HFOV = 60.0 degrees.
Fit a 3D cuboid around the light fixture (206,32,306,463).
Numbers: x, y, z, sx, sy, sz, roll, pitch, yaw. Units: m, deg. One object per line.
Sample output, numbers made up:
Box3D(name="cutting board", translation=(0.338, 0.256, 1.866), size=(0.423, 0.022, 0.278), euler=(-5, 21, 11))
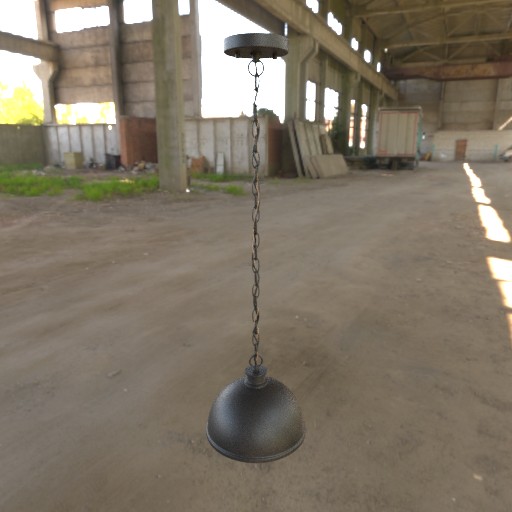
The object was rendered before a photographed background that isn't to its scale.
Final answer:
Box3D(name="light fixture", translation=(0.000, 0.000, 1.220), size=(0.304, 1.090, 0.304), euler=(-2, 15, -9))
